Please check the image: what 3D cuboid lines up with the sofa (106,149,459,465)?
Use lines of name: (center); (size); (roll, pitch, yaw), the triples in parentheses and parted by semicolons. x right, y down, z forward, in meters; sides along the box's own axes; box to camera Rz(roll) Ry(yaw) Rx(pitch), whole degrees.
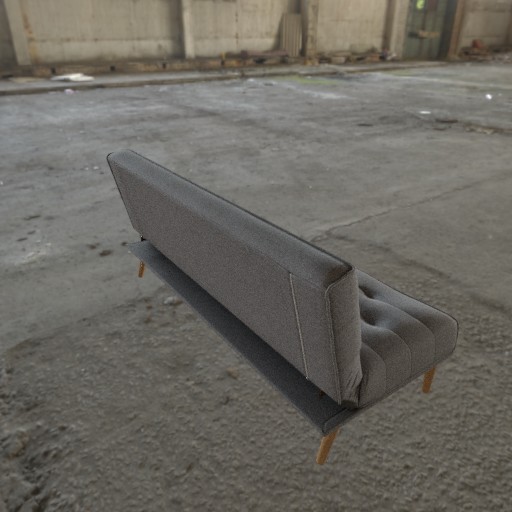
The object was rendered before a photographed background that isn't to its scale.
sofa: (0.000, 0.000, 2.239); (0.810, 0.830, 1.820); (-18, 32, -31)
